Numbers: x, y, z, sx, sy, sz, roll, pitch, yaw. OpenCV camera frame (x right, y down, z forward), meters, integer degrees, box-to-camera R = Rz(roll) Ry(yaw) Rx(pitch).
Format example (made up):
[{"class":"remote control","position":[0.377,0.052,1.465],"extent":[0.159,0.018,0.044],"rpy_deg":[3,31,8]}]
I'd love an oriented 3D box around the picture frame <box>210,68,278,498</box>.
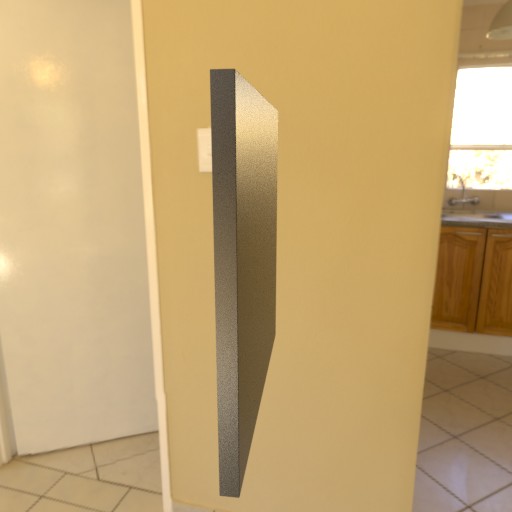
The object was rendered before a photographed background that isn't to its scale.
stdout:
[{"class":"picture frame","position":[0.000,0.000,0.822],"extent":[0.029,0.557,0.559],"rpy_deg":[2,14,7]}]
